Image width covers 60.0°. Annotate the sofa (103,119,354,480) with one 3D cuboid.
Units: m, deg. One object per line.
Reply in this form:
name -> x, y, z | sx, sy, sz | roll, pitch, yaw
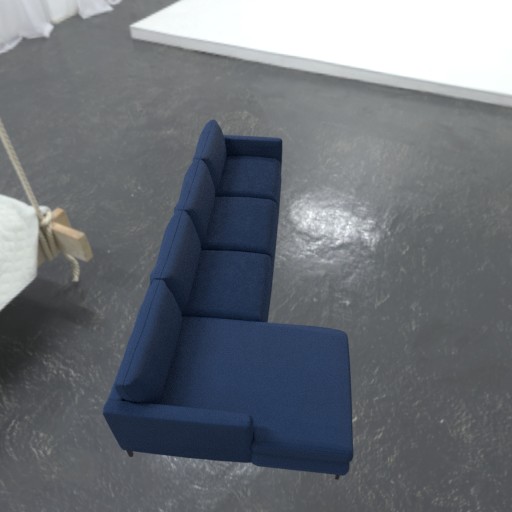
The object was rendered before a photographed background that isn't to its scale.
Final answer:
sofa -> 0.000, 0.000, 2.849 | 1.128, 0.679, 2.450 | 4, 45, 4
